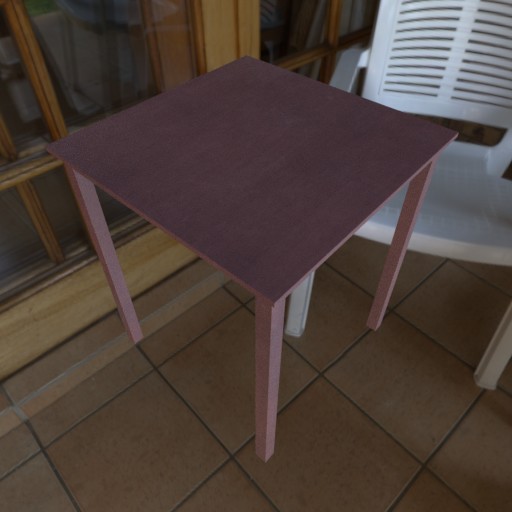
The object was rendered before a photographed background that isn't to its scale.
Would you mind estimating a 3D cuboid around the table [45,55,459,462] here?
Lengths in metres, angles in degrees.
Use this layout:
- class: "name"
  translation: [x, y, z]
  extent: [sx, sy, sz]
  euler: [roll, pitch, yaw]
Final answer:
- class: "table"
  translation: [0.000, 0.000, 1.658]
  extent: [0.861, 0.991, 0.861]
  euler: [32, 54, 27]
